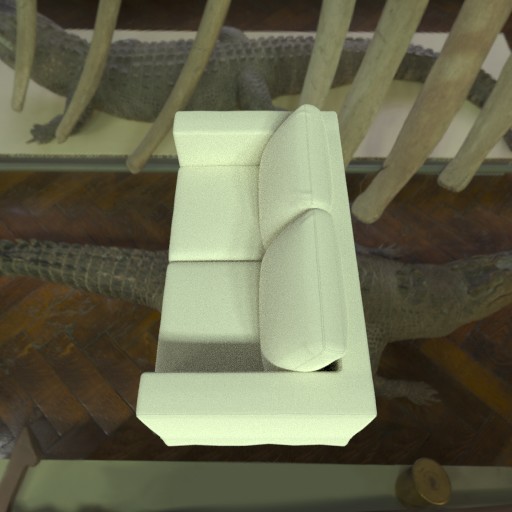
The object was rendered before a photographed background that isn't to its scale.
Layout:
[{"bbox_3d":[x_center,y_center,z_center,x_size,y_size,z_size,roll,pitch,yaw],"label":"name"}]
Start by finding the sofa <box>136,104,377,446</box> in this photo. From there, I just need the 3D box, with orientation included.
[{"bbox_3d":[0.000,0.000,2.433,1.009,0.932,1.813,0,59,0],"label":"sofa"}]
